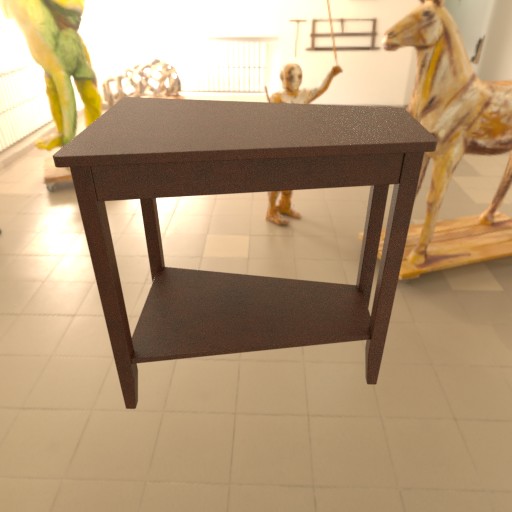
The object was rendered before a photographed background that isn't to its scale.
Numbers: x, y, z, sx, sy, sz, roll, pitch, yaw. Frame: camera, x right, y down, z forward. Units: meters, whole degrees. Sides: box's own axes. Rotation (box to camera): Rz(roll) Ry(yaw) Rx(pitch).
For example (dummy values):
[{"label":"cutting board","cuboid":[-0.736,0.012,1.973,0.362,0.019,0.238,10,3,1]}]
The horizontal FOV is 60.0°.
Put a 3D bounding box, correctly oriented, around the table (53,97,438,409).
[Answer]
[{"label":"table","cuboid":[0.000,0.000,0.981,0.605,0.589,0.399,1,32,1]}]
